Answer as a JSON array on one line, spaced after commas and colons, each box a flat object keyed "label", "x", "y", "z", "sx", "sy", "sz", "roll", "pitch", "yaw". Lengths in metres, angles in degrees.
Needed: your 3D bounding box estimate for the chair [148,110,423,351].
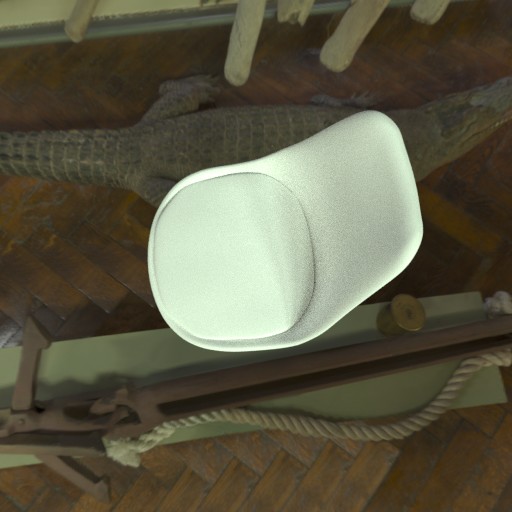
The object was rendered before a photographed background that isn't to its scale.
[{"label": "chair", "x": 0.000, "y": 0.000, "z": 1.154, "sx": 0.550, "sy": 0.849, "sz": 0.485, "roll": -7, "pitch": 77, "yaw": -2}]
